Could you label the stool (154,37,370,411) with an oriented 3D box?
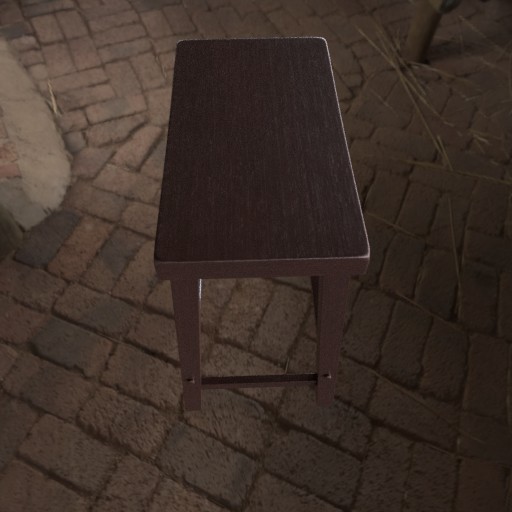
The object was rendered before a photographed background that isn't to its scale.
[{"bbox_3d":[0.000,0.000,0.828,0.322,0.610,0.406,-2,57,-1],"label":"stool"}]
